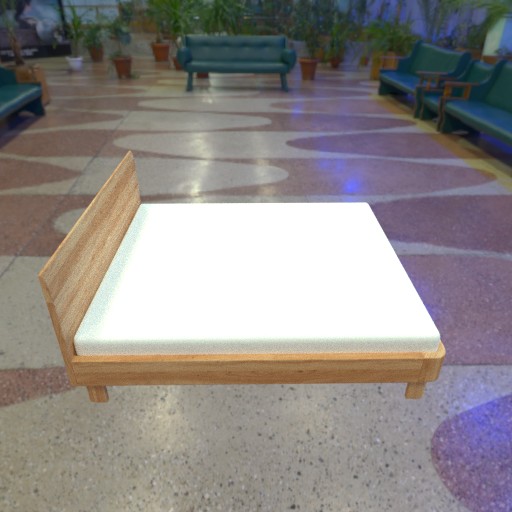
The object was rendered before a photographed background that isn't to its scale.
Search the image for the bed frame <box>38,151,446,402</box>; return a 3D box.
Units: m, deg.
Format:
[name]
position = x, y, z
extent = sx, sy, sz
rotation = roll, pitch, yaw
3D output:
[bed frame]
position = 0.000, 0.000, 3.150
extent = 2.092, 0.940, 1.872
rotation = 0, 31, -1
